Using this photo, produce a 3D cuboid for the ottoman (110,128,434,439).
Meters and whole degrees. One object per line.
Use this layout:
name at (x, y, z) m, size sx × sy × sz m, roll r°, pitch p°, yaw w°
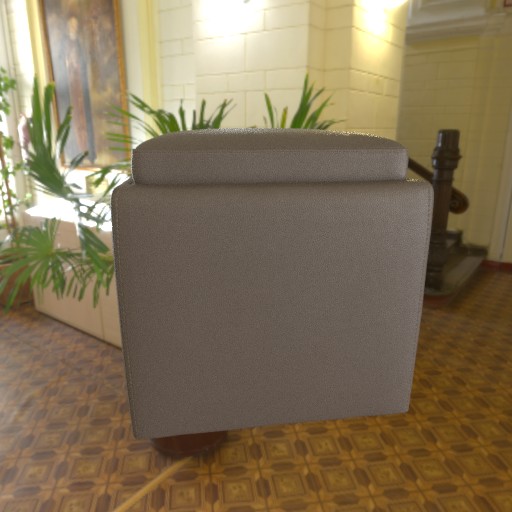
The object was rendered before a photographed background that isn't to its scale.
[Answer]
ottoman at (0.000, 0.000, 0.830) m, size 0.451 × 0.460 × 0.450 m, roll -2°, pitch 16°, yaw -8°
